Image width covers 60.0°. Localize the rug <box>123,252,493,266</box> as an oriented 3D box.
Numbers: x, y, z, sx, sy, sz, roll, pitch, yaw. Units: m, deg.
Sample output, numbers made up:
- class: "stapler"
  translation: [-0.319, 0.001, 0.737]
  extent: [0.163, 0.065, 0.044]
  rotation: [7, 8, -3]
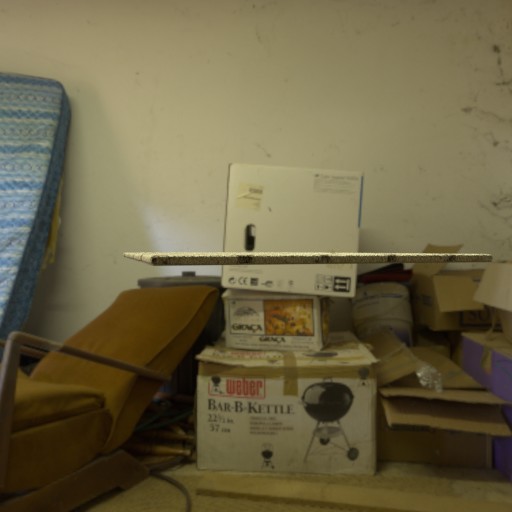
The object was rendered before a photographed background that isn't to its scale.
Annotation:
- class: "rug"
  translation: [0.000, 0.000, 2.248]
  extent: [1.219, 0.030, 1.778]
  rotation: [0, 1, -19]
